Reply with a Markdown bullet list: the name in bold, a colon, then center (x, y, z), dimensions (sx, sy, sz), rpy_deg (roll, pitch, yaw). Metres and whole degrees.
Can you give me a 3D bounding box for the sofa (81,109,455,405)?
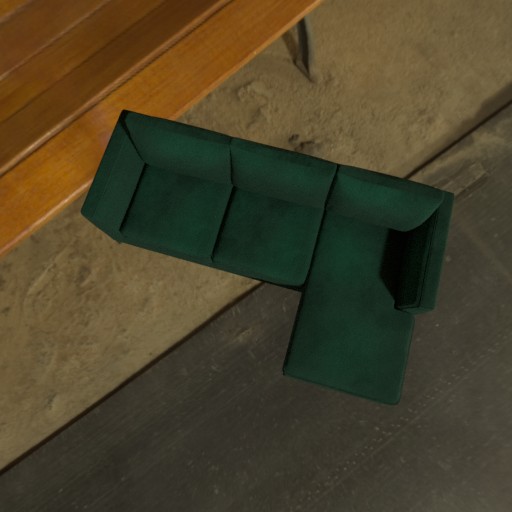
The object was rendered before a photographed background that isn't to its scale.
- **sofa**: center (0.000, 0.000, 3.177), dimensions (2.441, 1.007, 1.489), rpy_deg (15, 76, 4)
